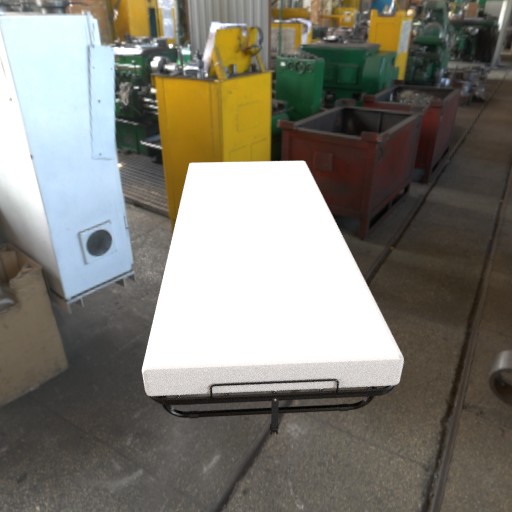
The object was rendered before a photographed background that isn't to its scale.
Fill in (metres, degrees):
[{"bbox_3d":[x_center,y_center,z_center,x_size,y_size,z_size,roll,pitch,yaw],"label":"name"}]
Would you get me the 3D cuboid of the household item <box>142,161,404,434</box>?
[{"bbox_3d":[0.000,0.000,2.134,0.787,0.356,1.905,-2,30,-3],"label":"household item"}]
